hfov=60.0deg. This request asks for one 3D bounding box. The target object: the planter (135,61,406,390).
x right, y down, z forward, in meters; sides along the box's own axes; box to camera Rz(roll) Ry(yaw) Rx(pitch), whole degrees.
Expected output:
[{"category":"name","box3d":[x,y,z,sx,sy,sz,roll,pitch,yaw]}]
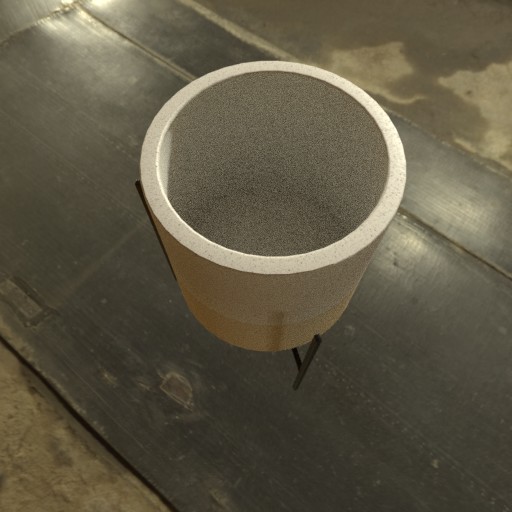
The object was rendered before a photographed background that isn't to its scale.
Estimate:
[{"category":"planter","box3d":[0.000,0.000,0.548,0.267,0.362,0.263,1,64,0]}]
